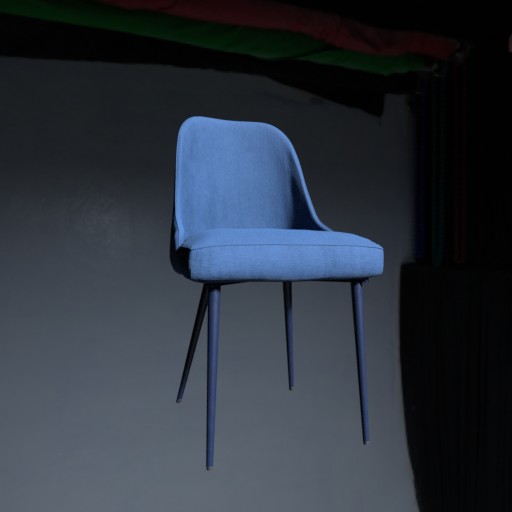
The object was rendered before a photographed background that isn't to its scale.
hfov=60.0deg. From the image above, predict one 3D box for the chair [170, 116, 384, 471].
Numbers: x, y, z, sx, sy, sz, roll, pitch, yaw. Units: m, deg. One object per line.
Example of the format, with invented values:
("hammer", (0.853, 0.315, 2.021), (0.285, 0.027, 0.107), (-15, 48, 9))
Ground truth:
("chair", (0.000, 0.000, 1.221), (0.478, 0.896, 0.559), (0, 1, -19))
